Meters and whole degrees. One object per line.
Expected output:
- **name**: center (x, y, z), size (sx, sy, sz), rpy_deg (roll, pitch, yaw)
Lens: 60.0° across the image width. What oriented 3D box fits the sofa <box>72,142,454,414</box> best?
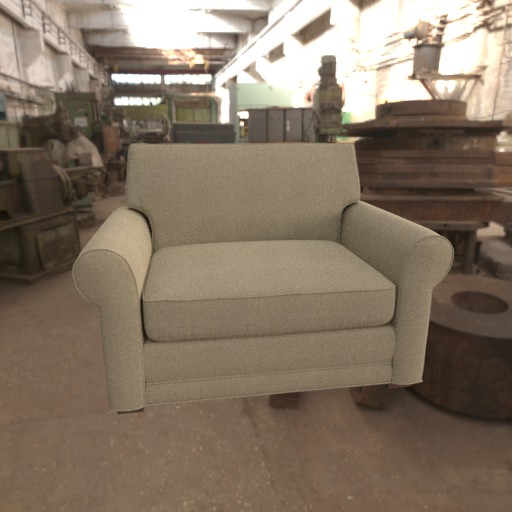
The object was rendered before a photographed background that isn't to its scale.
- **sofa**: center (0.000, 0.000, 2.044), size (1.405, 0.991, 0.936), rpy_deg (-3, 16, -9)
